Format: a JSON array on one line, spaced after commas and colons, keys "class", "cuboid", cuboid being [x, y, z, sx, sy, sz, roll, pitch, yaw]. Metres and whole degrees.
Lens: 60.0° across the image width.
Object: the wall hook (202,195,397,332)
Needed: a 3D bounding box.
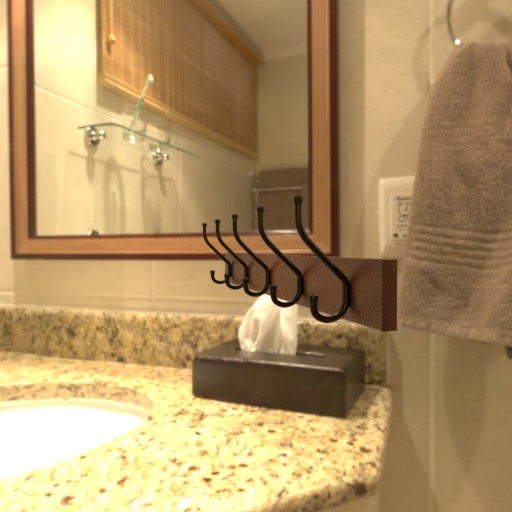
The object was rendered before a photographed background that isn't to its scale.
[{"class": "wall hook", "cuboid": [0.000, 0.000, 0.630, 0.071, 0.117, 0.571, 0, 1, -17]}]
